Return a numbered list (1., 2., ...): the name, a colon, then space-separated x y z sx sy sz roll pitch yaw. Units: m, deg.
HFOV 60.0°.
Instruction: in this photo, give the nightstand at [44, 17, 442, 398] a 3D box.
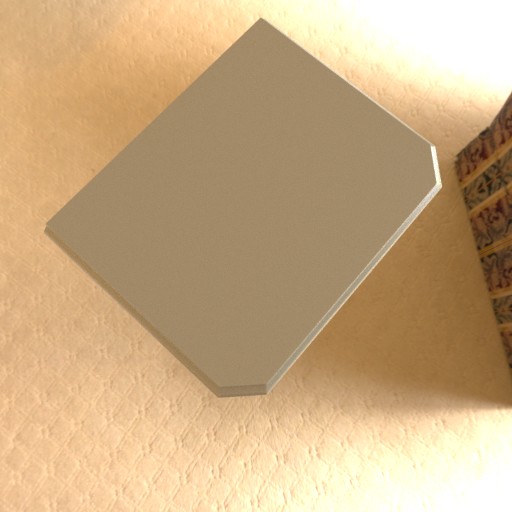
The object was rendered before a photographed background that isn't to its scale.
1. nightstand: 0.000 0.000 0.900 0.348 0.680 0.435 41 80 9
